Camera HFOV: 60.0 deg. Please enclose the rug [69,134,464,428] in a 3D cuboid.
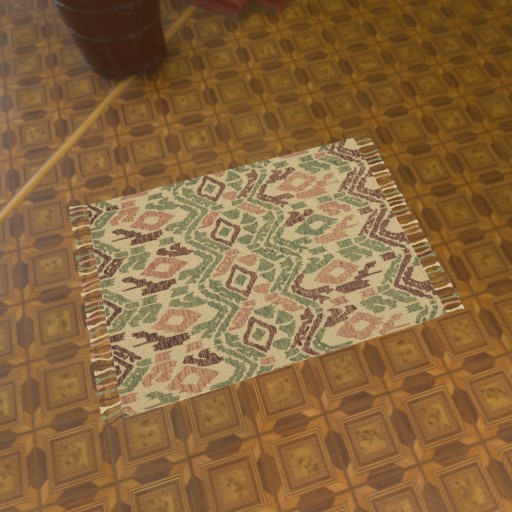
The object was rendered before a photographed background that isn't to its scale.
[{"bbox_3d":[0.000,0.000,2.348,1.829,0.010,1.219,-16,65,-8],"label":"rug"}]
